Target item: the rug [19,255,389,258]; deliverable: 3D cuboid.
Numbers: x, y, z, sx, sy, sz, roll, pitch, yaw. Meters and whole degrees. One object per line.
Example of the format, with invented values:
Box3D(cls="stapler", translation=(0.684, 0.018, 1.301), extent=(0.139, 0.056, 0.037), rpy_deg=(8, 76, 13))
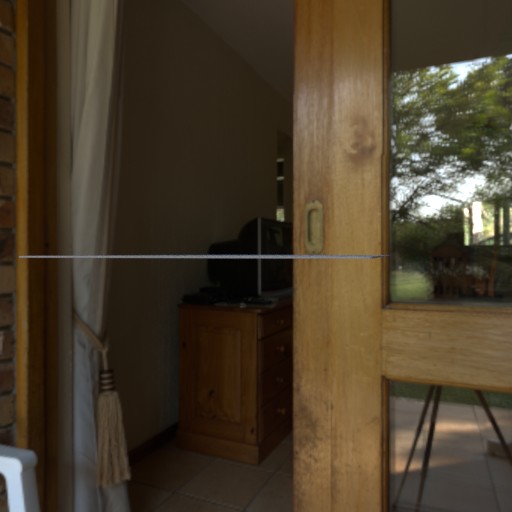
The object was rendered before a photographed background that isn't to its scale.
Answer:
Box3D(cls="rug", translation=(0.000, 0.000, 2.877), extent=(1.600, 0.008, 2.235), rpy_deg=(0, 0, 18))
